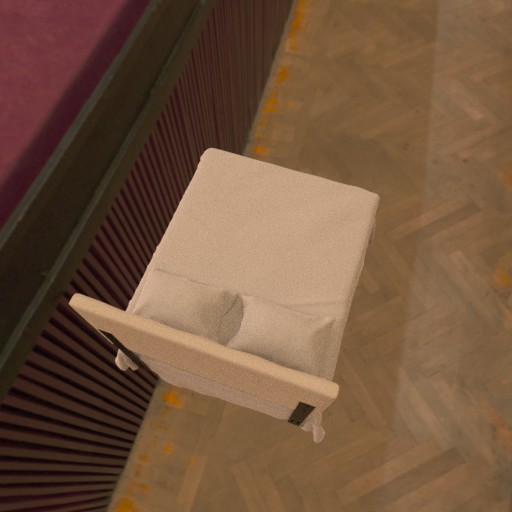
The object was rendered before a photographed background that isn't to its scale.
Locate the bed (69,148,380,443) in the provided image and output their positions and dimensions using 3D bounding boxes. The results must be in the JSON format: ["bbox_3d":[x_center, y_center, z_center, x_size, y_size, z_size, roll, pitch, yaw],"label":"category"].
[{"bbox_3d":[0.000,0.000,3.591,1.936,1.577,2.222,17,65,8],"label":"bed"}]
